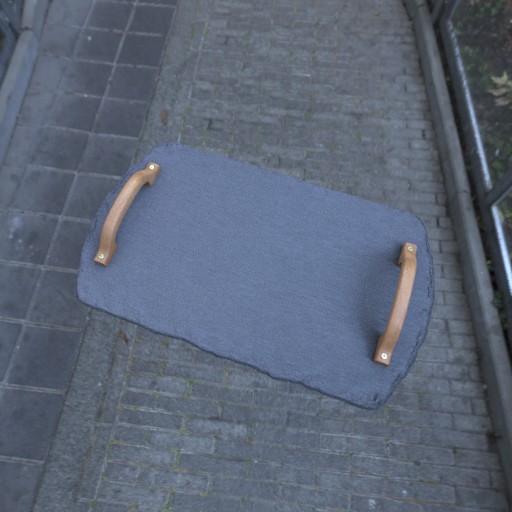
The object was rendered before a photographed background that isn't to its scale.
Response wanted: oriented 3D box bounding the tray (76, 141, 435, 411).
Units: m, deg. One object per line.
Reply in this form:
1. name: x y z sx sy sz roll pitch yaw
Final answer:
1. tray: 0.000 0.000 0.482 0.387 0.062 0.231 18 66 8
